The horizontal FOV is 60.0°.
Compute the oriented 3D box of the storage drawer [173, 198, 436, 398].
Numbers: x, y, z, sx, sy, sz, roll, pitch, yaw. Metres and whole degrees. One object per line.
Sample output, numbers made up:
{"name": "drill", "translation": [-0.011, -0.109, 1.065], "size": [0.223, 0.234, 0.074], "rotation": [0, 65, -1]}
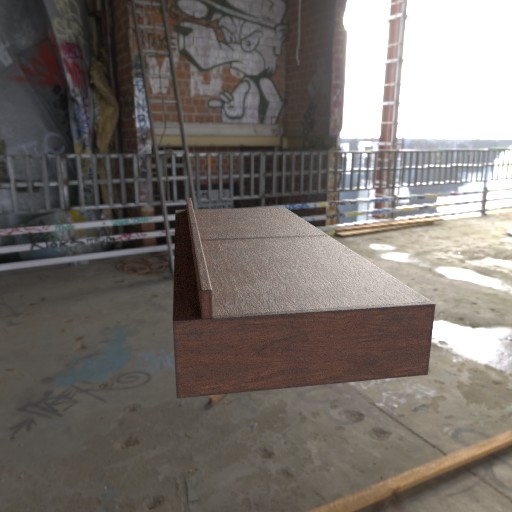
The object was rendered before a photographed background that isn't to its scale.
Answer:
{"name": "storage drawer", "translation": [0.000, 0.000, 2.162], "size": [0.774, 0.339, 1.914], "rotation": [-3, 15, -9]}
